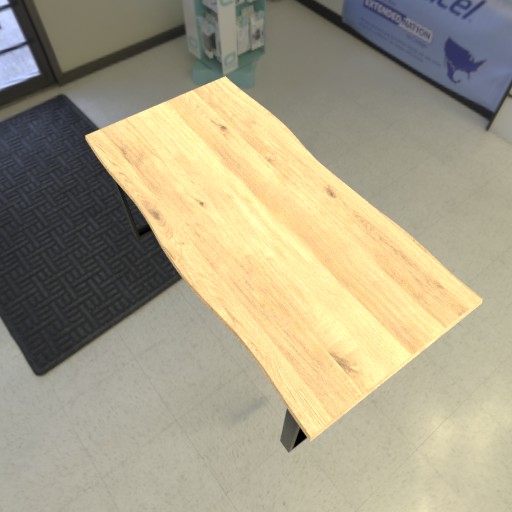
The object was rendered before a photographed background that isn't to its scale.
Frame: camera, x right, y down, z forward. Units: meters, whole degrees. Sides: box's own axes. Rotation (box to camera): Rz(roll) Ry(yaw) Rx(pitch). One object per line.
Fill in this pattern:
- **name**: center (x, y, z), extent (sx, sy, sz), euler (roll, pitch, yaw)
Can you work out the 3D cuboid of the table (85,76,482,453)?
- **table**: center (0.000, 0.000, 2.307), extent (0.900, 0.780, 1.800), euler (-31, 61, -19)
